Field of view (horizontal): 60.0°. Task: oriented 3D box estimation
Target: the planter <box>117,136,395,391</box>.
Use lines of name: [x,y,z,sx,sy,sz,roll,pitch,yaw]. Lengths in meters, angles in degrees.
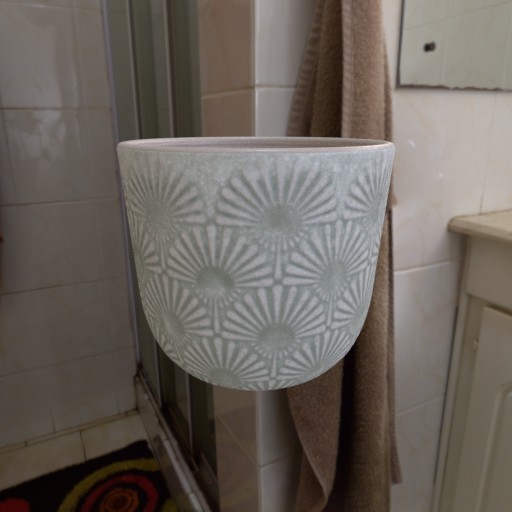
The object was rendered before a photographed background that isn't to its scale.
planter: [0.000,0.000,0.303,0.170,0.152,0.170,0,17,0]
